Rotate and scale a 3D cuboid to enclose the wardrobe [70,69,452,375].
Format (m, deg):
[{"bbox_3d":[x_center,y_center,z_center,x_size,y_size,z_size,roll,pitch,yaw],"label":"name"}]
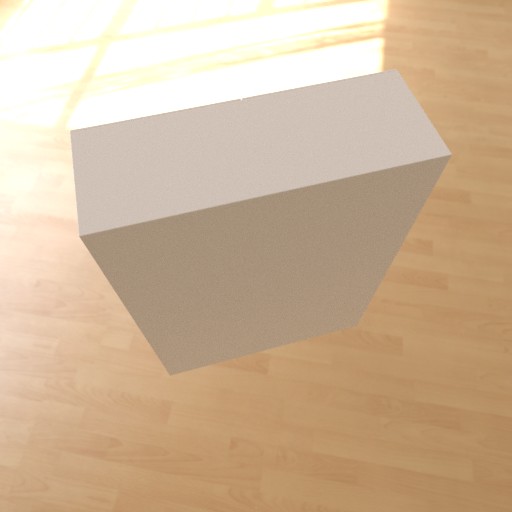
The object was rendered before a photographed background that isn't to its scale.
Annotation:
[{"bbox_3d":[0.000,0.000,1.636,0.900,1.200,0.360,-13,61,-7],"label":"wardrobe"}]
